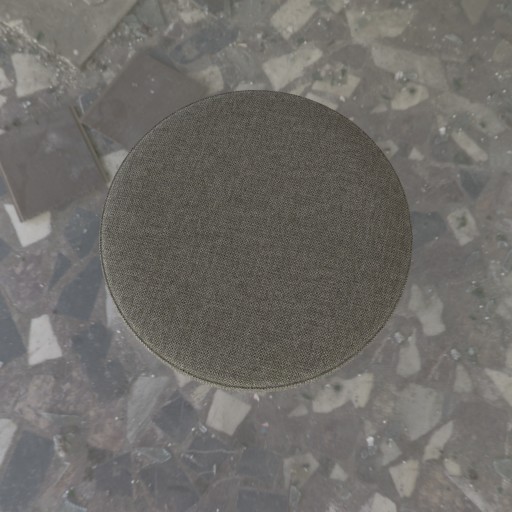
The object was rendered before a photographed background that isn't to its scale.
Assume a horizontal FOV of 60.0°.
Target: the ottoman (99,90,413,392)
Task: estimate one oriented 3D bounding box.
[{"bbox_3d":[0.000,0.000,0.908,0.520,0.430,0.520,0,76,0],"label":"ottoman"}]
